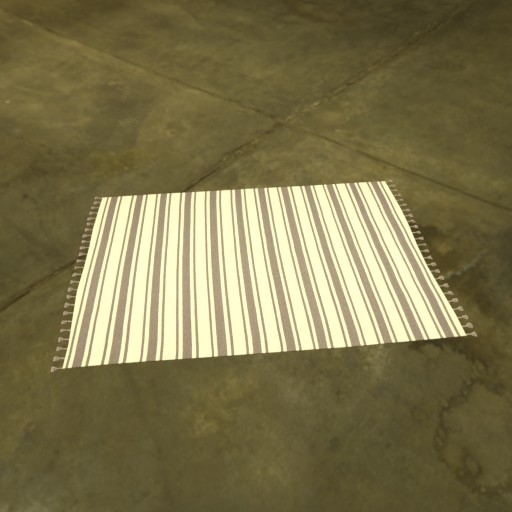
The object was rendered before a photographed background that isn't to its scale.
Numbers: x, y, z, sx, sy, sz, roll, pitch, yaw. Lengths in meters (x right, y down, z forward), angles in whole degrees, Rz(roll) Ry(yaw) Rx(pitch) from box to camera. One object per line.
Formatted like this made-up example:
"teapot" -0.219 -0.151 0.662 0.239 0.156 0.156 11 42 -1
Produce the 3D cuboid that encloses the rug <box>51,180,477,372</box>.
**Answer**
"rug" 0.000 0.000 3.021 2.425 0.014 1.563 -4 45 -4
